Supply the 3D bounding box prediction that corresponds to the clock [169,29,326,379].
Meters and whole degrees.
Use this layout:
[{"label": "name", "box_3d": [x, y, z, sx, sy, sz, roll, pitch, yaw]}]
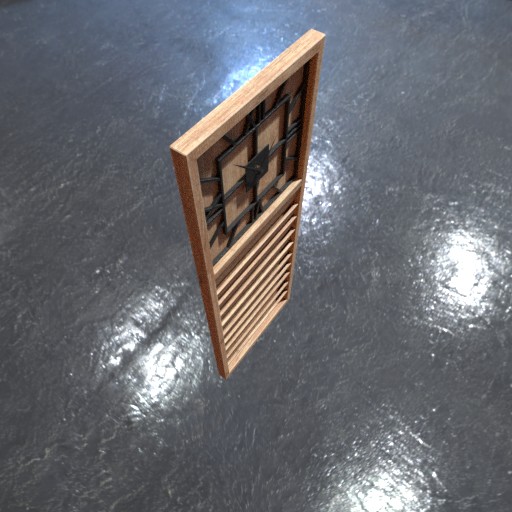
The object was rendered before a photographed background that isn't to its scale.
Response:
[{"label": "clock", "box_3d": [0.000, 0.000, 1.084, 0.030, 0.965, 0.361, 32, 62, 19]}]
